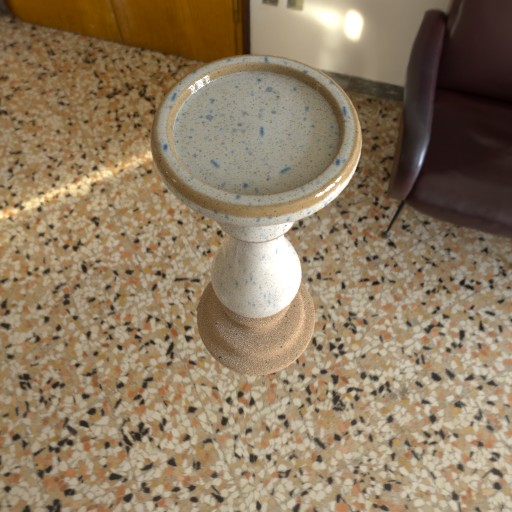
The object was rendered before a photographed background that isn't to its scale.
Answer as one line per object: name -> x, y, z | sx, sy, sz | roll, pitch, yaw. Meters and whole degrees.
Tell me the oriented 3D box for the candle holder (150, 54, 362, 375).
candle holder -> 0.000, 0.000, 0.246 | 0.088, 0.203, 0.088 | 0, 62, 0
